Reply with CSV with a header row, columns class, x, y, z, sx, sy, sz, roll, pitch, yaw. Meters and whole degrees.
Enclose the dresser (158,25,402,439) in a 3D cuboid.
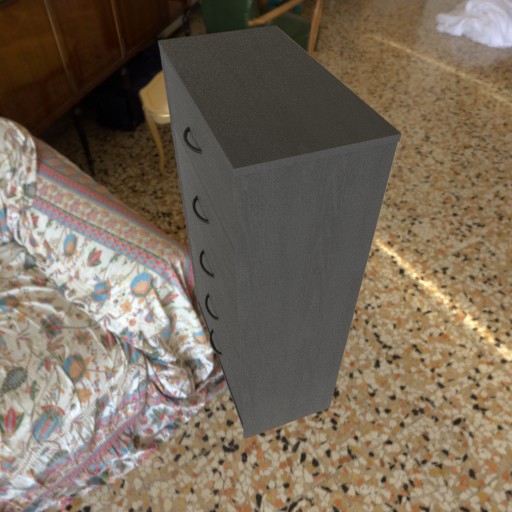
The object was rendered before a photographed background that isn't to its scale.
class,x,y,z,sx,sy,sz,roll,pitch,yaw
dresser,0.000,0.000,1.557,0.399,1.255,0.704,-15,47,-14
